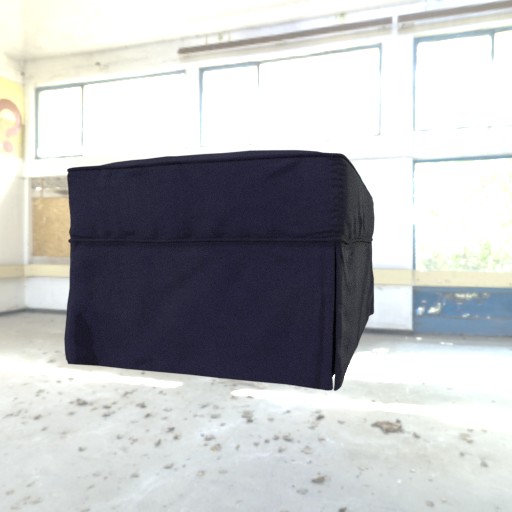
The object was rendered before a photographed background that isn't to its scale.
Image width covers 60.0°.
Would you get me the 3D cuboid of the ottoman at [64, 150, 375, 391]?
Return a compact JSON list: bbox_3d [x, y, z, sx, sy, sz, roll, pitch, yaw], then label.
[{"bbox_3d":[0.000,0.000,1.305,0.637,0.503,0.938,1,2,18],"label":"ottoman"}]
